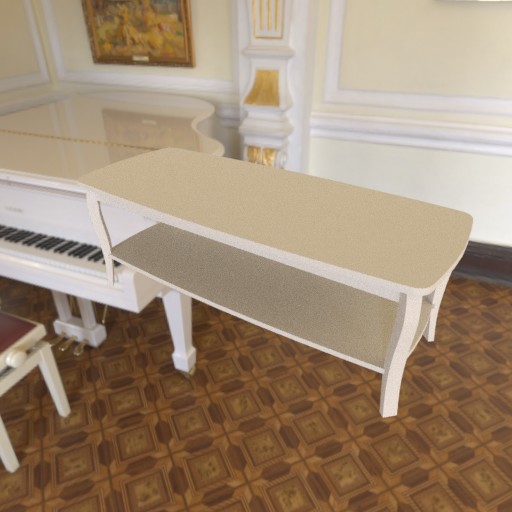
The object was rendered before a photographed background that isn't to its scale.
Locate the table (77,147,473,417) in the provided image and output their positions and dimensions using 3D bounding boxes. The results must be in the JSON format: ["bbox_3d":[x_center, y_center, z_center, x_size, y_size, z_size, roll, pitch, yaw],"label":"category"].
[{"bbox_3d":[0.000,0.000,1.618,1.334,0.474,0.561,19,35,29],"label":"table"}]
